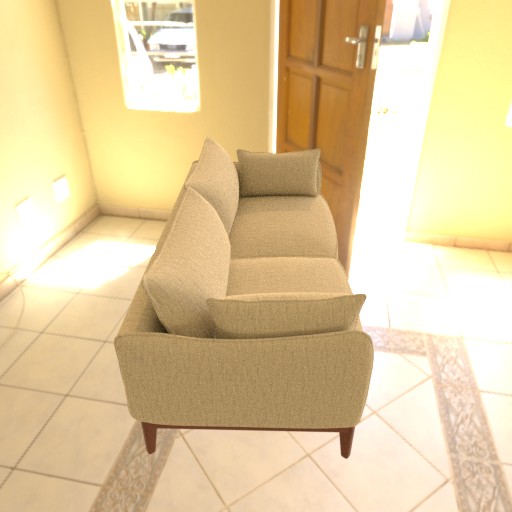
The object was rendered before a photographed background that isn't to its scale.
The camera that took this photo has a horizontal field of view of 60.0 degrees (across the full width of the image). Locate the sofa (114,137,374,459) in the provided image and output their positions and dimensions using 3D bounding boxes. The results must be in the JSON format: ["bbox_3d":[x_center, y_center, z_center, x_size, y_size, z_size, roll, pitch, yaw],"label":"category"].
[{"bbox_3d":[0.000,0.000,2.496,0.991,0.860,1.989,1,31,1],"label":"sofa"}]
